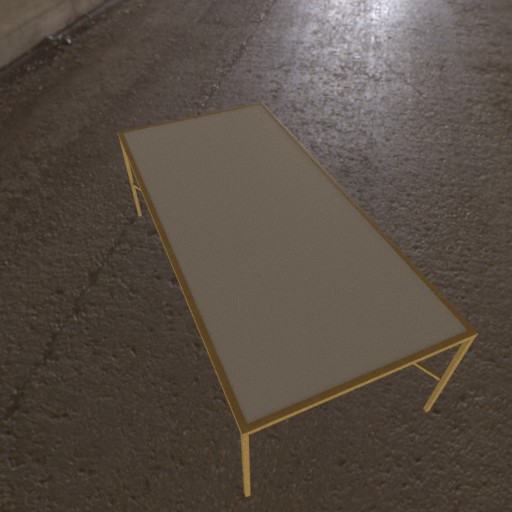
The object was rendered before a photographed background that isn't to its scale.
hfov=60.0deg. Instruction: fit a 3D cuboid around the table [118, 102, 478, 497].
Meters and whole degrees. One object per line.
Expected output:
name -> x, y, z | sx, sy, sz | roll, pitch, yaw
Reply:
table -> 0.000, 0.000, 1.456 | 0.580, 0.398, 1.206 | -17, 48, -16
